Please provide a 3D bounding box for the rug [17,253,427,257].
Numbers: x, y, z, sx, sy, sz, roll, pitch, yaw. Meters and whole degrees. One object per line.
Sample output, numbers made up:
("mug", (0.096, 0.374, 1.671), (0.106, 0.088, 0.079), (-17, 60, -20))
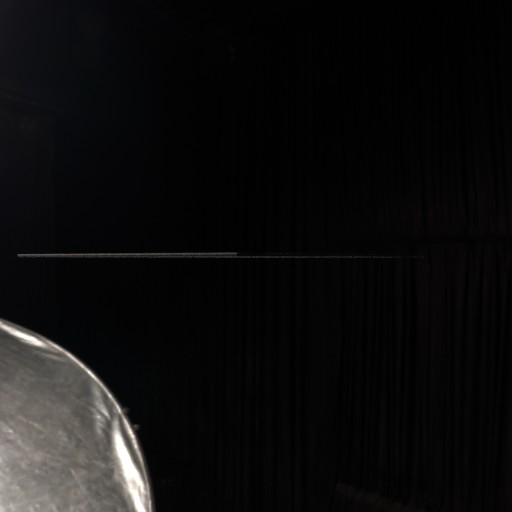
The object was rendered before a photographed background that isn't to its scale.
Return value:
("rug", (0.000, 0.000, 2.842), (1.528, 0.014, 2.294), (0, 0, 36))
